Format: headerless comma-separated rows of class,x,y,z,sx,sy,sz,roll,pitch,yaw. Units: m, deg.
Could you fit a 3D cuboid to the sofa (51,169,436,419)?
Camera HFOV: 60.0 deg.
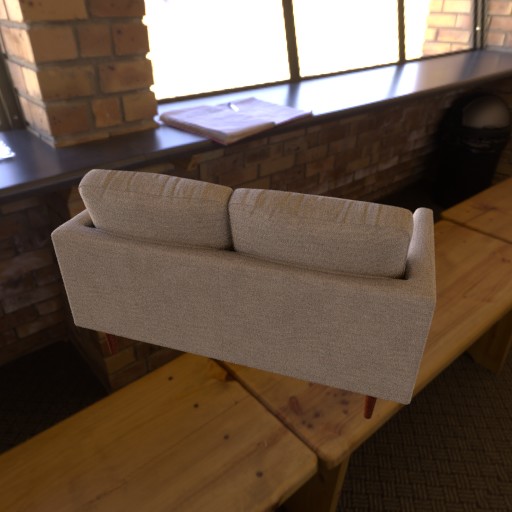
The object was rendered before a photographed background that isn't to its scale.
sofa,0.000,0.000,2.141,1.582,0.944,0.903,10,33,15
